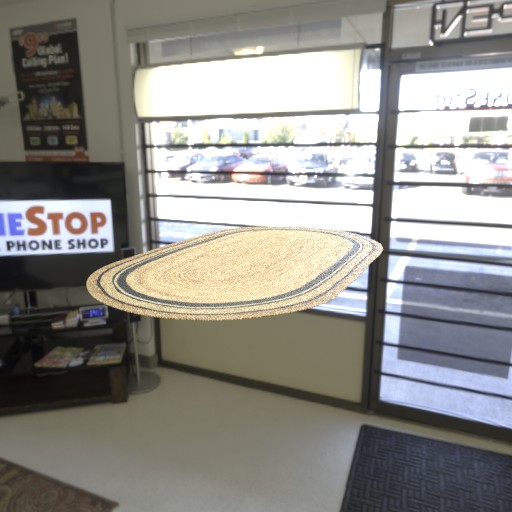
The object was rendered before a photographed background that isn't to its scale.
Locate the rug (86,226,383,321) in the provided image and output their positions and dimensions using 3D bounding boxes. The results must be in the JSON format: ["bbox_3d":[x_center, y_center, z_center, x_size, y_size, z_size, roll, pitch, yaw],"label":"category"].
[{"bbox_3d":[0.000,0.000,3.064,1.520,0.006,2.432,7,15,26],"label":"rug"}]
